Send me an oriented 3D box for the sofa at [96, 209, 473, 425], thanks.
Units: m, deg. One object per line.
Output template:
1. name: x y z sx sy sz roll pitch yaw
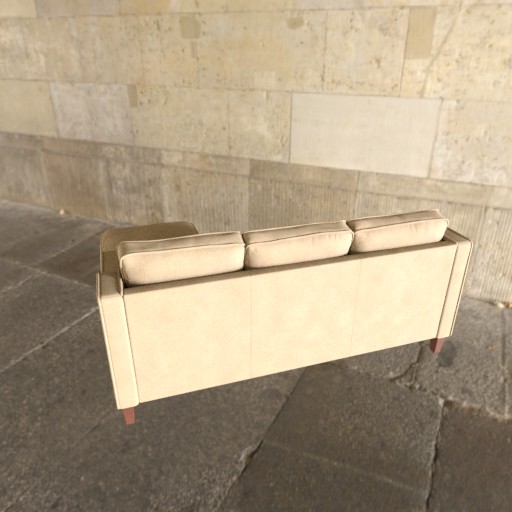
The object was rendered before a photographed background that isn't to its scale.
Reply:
1. sofa: 0.000 0.000 3.440 2.317 1.066 1.858 -8 27 -16
